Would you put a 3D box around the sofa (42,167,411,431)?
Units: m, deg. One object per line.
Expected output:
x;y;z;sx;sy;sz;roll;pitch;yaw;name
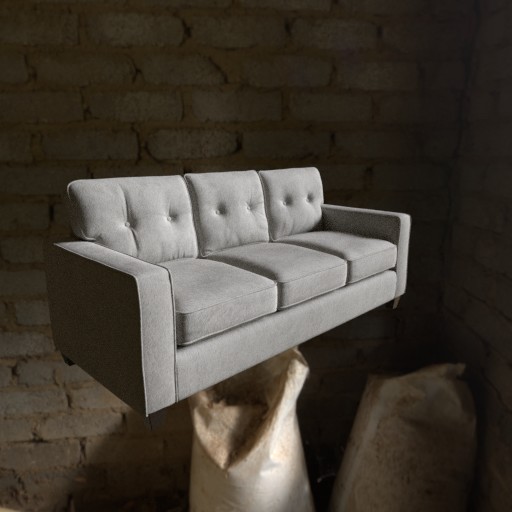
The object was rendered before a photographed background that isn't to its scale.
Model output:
0.000;0.000;2.647;2.133;0.965;0.939;-14;19;-43;sofa
